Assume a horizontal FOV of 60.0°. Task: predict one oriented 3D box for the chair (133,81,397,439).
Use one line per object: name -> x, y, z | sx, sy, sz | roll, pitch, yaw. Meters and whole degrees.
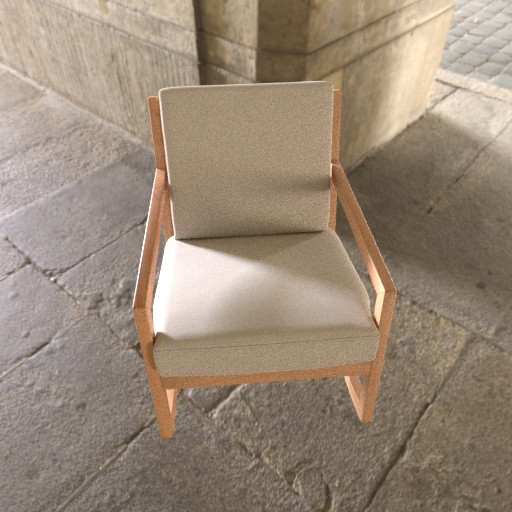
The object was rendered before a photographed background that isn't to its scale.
chair -> 0.000, 0.000, 1.386 | 0.622, 0.790, 0.857 | -3, 46, -3
